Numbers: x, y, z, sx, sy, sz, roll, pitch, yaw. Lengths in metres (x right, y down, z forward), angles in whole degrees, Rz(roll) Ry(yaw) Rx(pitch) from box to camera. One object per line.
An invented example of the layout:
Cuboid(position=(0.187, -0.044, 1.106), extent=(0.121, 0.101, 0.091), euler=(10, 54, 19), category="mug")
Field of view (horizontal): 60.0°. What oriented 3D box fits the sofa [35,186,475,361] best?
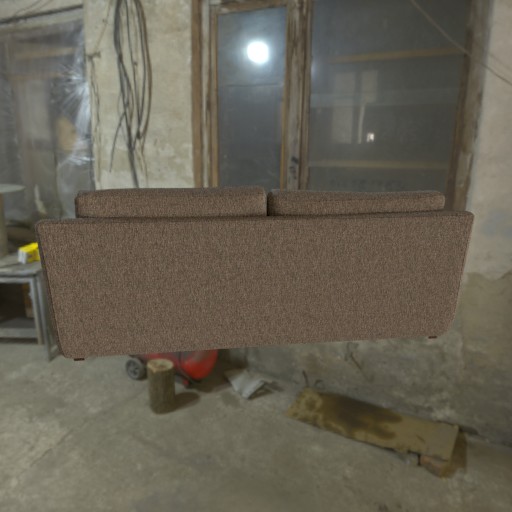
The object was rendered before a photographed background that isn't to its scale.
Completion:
Cuboid(position=(0.000, 0.000, 2.978), extent=(2.418, 0.998, 1.103), euler=(-2, 14, -8), category="sofa")
